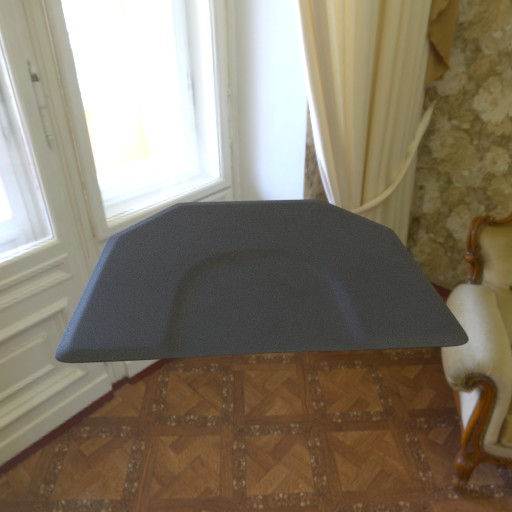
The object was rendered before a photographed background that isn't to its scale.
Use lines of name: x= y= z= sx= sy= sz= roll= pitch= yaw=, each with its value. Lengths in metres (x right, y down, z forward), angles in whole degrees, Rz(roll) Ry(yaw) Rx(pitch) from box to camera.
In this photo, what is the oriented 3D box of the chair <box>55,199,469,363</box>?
chair: x=0.000 y=0.000 z=1.944 sx=1.372 sy=0.024 sz=1.219 roll=-2 pitch=31 yaw=-3
